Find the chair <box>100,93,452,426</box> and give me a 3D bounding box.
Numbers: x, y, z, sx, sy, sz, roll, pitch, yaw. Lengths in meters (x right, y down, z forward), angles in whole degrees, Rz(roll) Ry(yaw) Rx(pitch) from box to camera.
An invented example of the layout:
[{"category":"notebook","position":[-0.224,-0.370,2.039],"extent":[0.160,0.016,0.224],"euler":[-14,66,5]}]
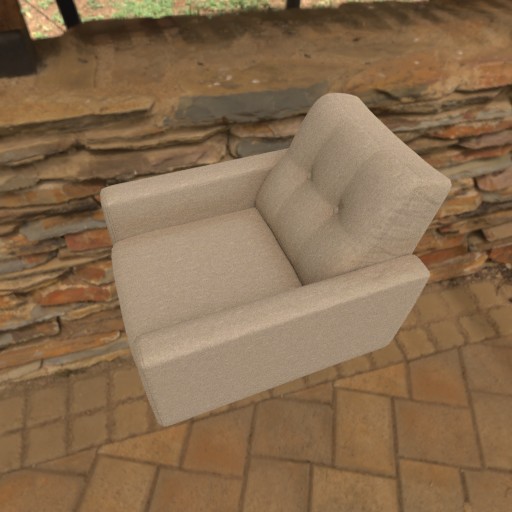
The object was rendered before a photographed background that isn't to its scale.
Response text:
[{"category":"chair","position":[0.000,0.000,1.808],"extent":[1.128,0.965,0.897],"euler":[-15,49,-14]}]
